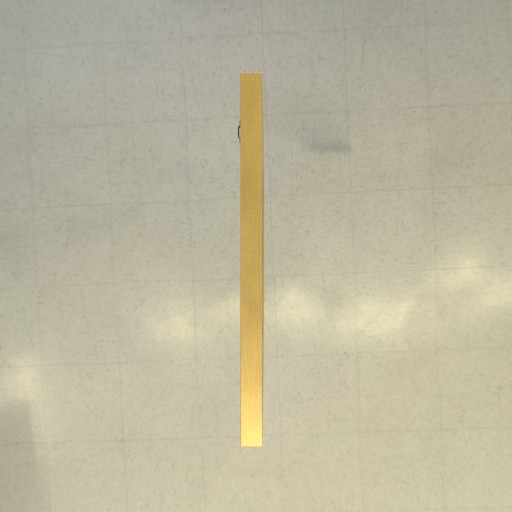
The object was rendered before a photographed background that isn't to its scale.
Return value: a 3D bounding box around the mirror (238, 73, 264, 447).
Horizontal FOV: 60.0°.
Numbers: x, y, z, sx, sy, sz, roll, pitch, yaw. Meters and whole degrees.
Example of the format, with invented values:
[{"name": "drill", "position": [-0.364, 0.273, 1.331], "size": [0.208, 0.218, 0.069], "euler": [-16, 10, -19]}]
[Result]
[{"name": "mirror", "position": [0.000, 0.000, 1.178], "size": [0.040, 0.915, 0.609], "euler": [0, 91, 1]}]
